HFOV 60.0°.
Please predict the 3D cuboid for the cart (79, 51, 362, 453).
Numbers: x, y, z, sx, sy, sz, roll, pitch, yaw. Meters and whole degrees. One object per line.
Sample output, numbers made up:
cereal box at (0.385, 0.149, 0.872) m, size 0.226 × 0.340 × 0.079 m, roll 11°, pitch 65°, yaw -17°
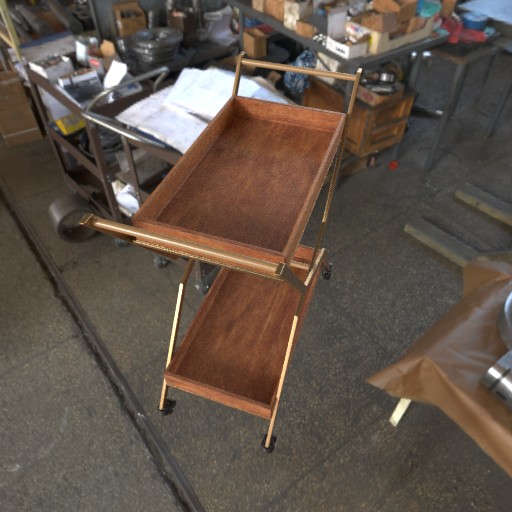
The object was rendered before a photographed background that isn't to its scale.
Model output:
cart at (0.000, 0.000, 1.331) m, size 0.405 × 0.869 × 0.836 m, roll 14°, pitch 48°, yaw 13°
